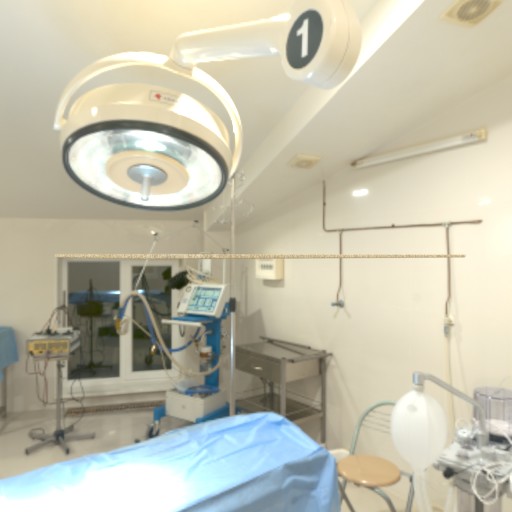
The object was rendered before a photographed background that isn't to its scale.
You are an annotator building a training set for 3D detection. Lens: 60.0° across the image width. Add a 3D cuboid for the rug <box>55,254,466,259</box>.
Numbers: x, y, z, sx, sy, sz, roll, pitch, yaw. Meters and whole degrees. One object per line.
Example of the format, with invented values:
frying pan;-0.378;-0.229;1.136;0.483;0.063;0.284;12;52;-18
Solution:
rug;0.000;0.000;4.108;3.001;0.025;2.401;0;0;-36
